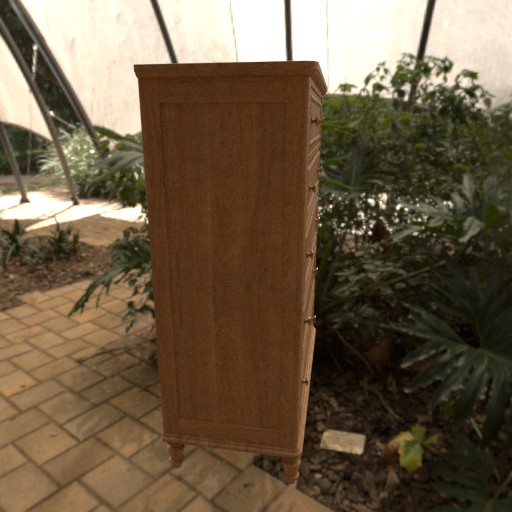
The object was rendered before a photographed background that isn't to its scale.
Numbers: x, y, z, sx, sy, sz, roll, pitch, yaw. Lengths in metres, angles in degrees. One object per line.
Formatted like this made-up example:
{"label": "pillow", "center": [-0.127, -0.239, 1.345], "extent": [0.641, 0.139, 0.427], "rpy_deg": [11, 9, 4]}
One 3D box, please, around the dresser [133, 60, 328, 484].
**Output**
{"label": "dresser", "center": [0.000, 0.000, 1.774], "extent": [0.484, 1.318, 0.973], "rpy_deg": [3, 17, 10]}
